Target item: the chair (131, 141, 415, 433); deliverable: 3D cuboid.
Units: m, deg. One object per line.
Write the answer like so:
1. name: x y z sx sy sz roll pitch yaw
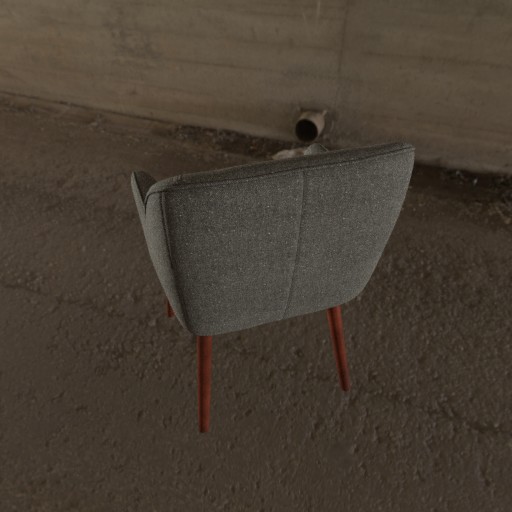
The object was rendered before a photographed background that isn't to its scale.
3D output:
1. chair: 0.000 0.000 1.145 0.543 0.803 0.519 -12 43 -13
